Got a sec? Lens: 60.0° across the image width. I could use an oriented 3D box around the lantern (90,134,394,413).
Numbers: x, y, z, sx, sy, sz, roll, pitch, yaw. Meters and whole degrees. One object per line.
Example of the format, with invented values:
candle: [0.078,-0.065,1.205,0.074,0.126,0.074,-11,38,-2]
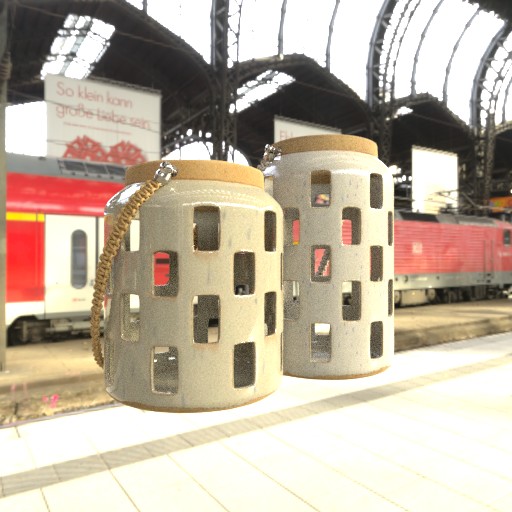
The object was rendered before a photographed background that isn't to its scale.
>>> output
lantern: [0.000,0.000,0.480,0.347,0.255,0.184,0,0,-36]
